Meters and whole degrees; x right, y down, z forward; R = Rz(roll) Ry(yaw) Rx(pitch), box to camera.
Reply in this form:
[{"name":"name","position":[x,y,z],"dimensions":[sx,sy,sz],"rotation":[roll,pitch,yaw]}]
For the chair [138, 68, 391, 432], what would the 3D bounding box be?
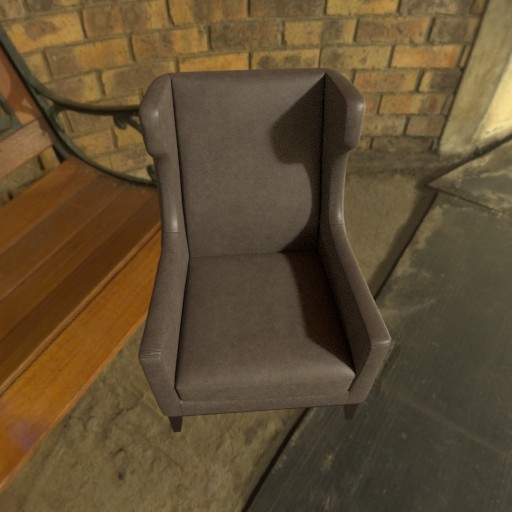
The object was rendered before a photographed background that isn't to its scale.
[{"name":"chair","position":[0.000,0.000,1.628],"dimensions":[0.769,1.079,0.899],"rotation":[-3,46,-3]}]
